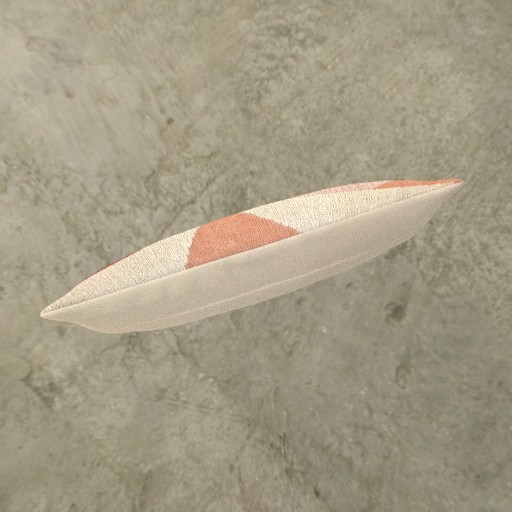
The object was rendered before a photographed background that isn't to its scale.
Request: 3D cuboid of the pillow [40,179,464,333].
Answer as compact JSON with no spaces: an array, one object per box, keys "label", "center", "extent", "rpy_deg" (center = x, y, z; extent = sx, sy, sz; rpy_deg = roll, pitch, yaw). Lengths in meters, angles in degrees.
[{"label":"pillow","center":[0.000,0.000,0.741],"extent":[0.609,0.292,0.155],"rpy_deg":[-18,75,-5]}]
